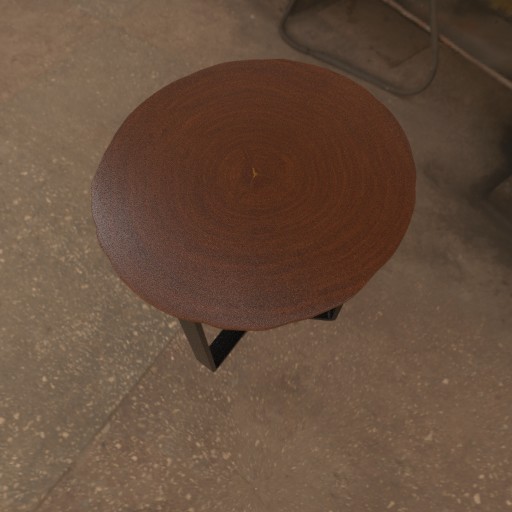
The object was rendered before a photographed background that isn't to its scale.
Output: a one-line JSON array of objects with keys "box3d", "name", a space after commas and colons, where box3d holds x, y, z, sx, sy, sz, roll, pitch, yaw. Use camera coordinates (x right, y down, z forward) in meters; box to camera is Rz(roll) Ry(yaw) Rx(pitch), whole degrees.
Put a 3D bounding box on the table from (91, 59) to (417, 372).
[{"box3d": [0.000, 0.000, 0.739, 0.380, 0.450, 0.410, 33, 67, 16], "name": "table"}]
